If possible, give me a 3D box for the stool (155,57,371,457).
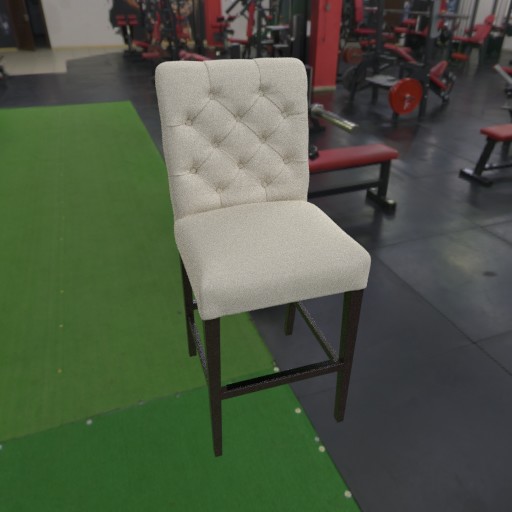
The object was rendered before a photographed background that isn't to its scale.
[{"bbox_3d":[0.000,0.000,1.444,0.482,1.118,0.610,-9,33,-15],"label":"stool"}]
